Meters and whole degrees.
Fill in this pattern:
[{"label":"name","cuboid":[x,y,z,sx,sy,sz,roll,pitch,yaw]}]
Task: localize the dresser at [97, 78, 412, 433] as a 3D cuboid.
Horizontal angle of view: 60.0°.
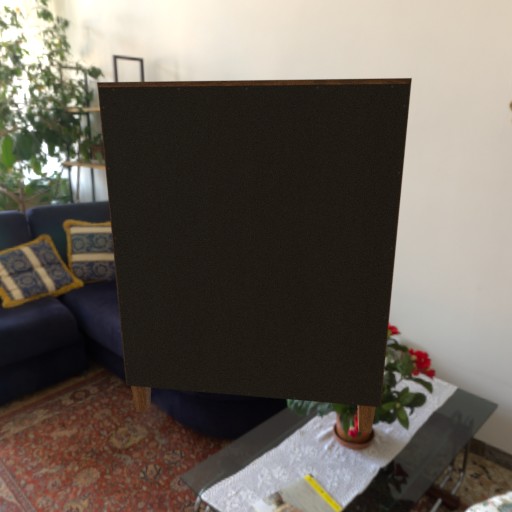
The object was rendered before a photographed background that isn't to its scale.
[{"label":"dresser","cuboid":[0.000,0.000,1.887,1.067,1.359,0.438,2,17,8]}]
